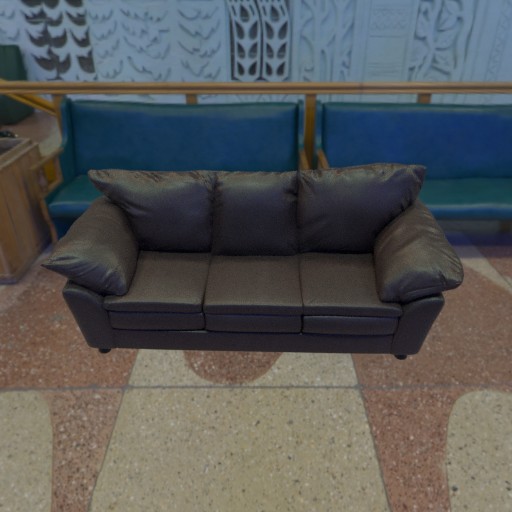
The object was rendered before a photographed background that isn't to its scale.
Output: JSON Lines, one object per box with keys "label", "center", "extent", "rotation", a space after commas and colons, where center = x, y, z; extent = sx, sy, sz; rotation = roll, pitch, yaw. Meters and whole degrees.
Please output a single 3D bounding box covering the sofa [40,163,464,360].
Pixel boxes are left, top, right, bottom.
{"label": "sofa", "center": [0.000, 0.000, 2.902], "extent": [2.390, 1.091, 0.907], "rotation": [1, 31, 1]}
